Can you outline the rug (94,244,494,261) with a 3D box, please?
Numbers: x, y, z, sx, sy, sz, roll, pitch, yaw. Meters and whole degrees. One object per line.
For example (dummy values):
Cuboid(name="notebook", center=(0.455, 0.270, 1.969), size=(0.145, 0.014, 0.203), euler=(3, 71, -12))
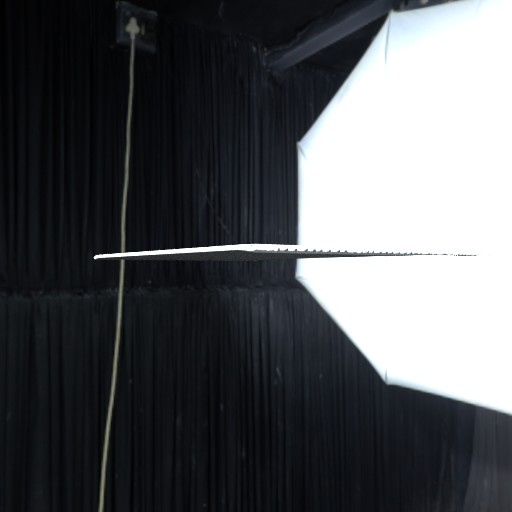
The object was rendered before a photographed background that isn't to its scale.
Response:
Cuboid(name="rug", center=(0.000, 0.000, 2.882), size=(1.494, 0.031, 2.307), euler=(1, -2, -35))
